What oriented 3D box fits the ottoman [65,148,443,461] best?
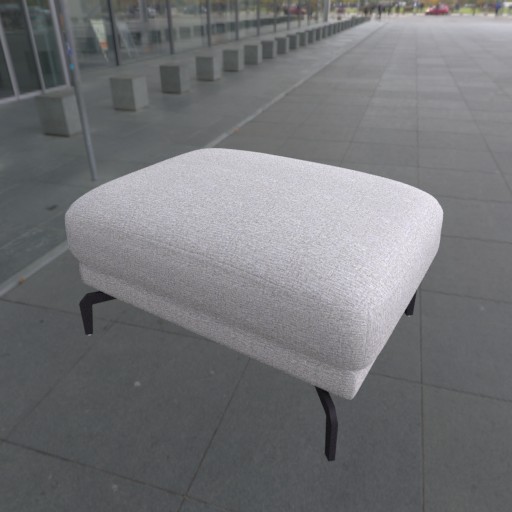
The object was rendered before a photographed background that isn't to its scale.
[{"bbox_3d":[0.000,0.000,1.100,0.772,0.420,0.568,17,34,28],"label":"ottoman"}]
